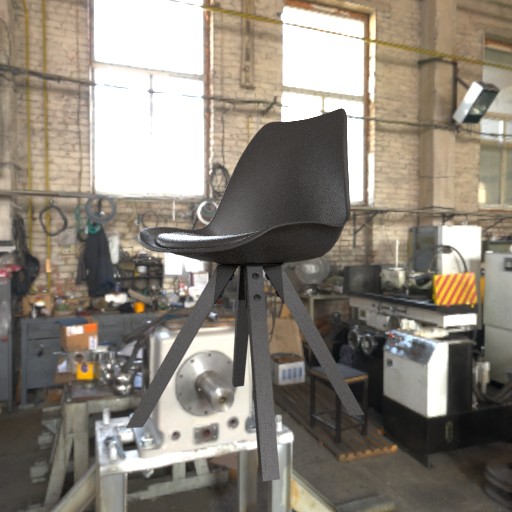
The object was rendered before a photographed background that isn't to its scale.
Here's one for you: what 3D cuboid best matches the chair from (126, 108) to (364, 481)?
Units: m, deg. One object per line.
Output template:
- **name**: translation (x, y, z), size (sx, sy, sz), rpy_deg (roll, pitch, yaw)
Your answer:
- **chair**: translation (0.000, 0.000, 1.157), size (0.485, 0.850, 0.550), rpy_deg (1, 2, 37)
